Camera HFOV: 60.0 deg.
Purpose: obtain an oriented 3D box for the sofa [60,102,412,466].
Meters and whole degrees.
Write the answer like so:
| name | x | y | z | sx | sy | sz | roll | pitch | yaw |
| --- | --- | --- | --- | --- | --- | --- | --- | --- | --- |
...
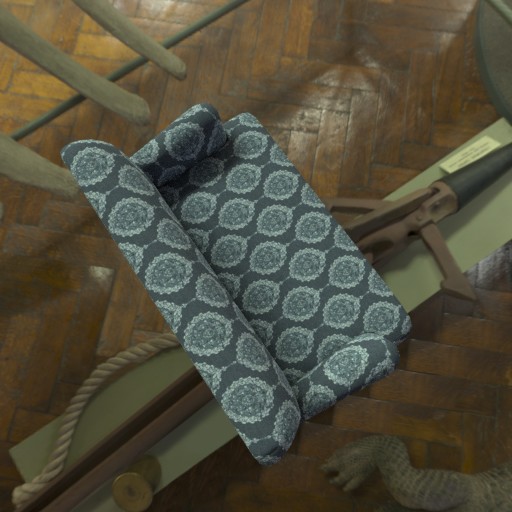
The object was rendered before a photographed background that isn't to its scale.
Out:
| name | x | y | z | sx | sy | sz | roll | pitch | yaw |
| --- | --- | --- | --- | --- | --- | --- | --- | --- | --- |
| sofa | 0.000 | 0.000 | 1.778 | 0.779 | 0.867 | 1.297 | -34 | 79 | -8 |
